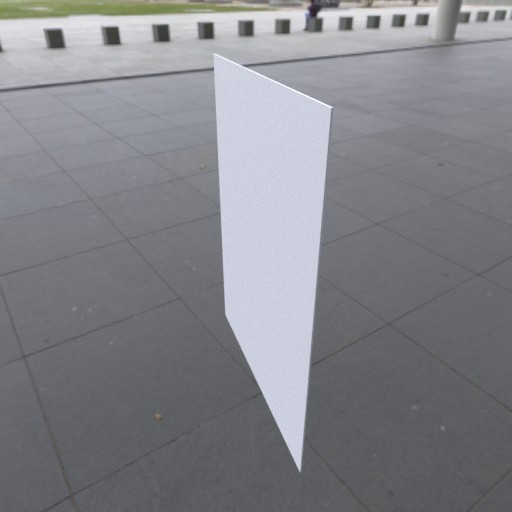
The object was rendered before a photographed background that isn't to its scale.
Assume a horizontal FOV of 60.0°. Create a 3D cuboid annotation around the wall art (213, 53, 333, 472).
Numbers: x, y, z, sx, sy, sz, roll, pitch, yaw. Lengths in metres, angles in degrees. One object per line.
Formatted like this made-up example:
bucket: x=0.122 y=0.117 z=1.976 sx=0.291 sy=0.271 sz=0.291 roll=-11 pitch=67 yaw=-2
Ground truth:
wall art: x=0.000 y=0.000 z=0.789 sx=0.003 sy=0.610 sz=0.457 roll=-10 pitch=33 yaw=-17
